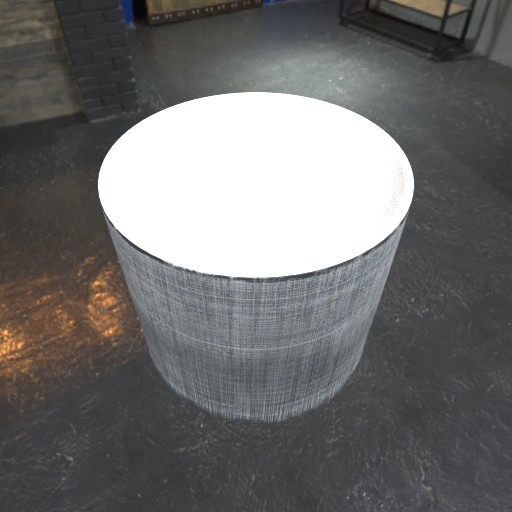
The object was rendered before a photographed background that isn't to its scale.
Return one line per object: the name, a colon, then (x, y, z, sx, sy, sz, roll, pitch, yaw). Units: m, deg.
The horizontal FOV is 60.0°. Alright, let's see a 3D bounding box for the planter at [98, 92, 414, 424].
planter: (0.000, 0.000, 0.445, 0.254, 0.221, 0.254, 0, 46, 0)
